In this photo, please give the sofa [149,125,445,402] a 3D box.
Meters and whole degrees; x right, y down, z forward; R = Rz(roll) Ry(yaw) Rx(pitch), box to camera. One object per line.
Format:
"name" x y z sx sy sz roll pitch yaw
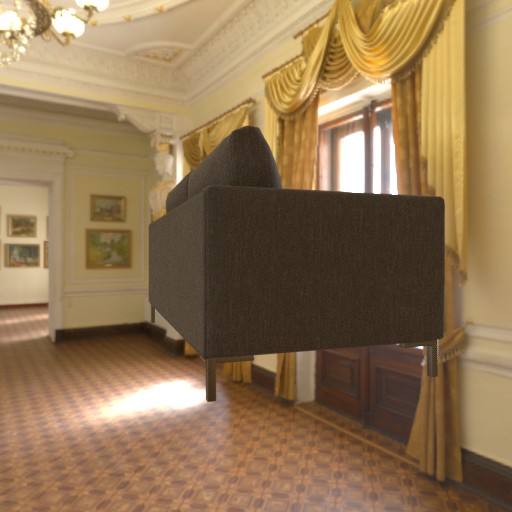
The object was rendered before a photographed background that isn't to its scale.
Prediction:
"sofa" 0.000 0.000 2.175 0.875 0.840 1.682 0 0 -19
